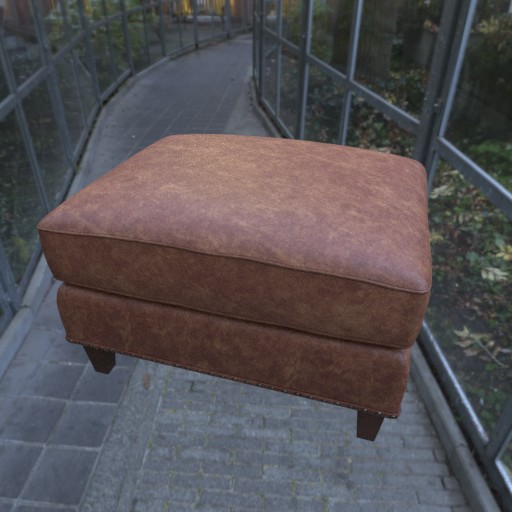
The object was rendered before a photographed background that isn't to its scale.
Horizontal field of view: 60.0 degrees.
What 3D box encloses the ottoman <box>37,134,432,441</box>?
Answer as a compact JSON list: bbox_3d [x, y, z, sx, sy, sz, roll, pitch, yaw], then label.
[{"bbox_3d":[0.000,0.000,1.085,0.742,0.486,0.586,9,34,14],"label":"ottoman"}]
